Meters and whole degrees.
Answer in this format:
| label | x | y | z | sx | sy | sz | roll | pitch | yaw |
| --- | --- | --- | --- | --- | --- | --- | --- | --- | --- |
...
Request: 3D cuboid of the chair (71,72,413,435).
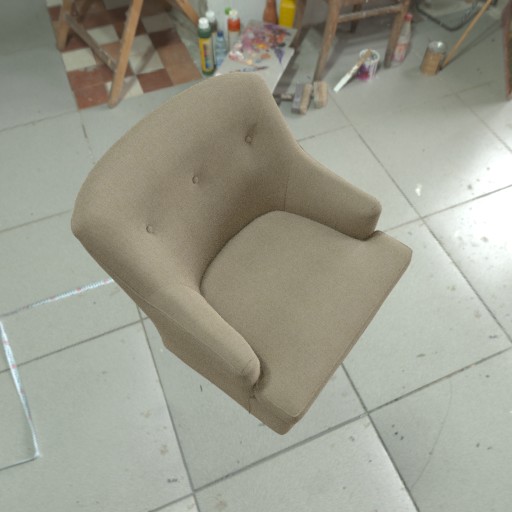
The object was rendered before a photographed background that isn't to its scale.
| label | x | y | z | sx | sy | sz | roll | pitch | yaw |
| --- | --- | --- | --- | --- | --- | --- | --- | --- | --- |
| chair | 0.000 | 0.000 | 1.627 | 0.923 | 0.856 | 0.864 | 34 | 65 | 18 |
